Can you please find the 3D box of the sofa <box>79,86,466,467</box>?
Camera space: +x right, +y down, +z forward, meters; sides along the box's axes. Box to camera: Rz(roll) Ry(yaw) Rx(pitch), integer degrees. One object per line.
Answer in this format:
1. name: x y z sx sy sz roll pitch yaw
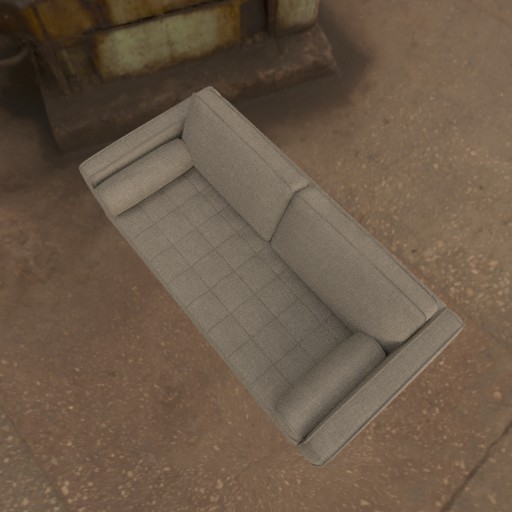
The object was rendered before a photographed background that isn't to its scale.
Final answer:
1. sofa: 0.000 0.000 2.300 0.914 0.762 1.879 -38 71 -16
